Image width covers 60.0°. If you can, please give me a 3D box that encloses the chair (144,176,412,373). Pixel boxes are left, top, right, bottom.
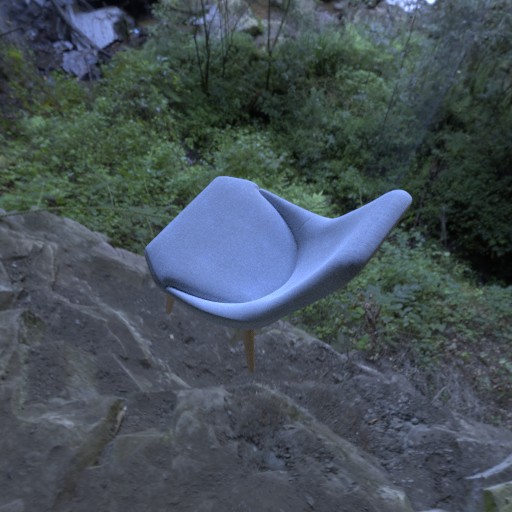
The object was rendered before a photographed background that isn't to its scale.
[{"bbox_3d":[0.000,0.000,1.407,0.660,1.040,0.510,35,69,16],"label":"chair"}]
